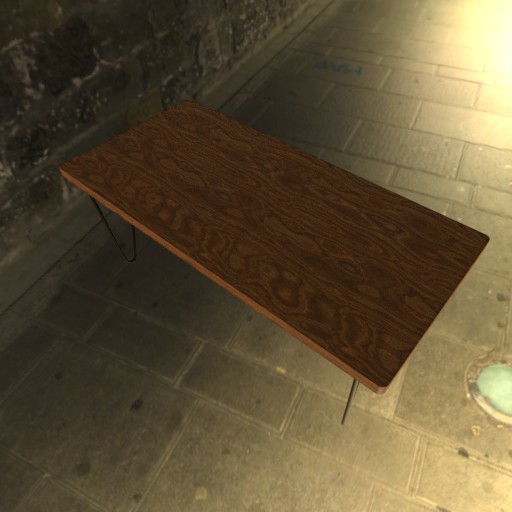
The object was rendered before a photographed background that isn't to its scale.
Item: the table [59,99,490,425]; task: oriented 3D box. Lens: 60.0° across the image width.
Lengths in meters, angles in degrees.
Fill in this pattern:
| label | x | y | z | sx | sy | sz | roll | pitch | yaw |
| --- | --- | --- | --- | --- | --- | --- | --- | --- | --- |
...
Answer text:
| label | x | y | z | sx | sy | sz | roll | pitch | yaw |
| --- | --- | --- | --- | --- | --- | --- | --- | --- | --- |
| table | 0.000 | 0.000 | 2.260 | 1.791 | 0.753 | 0.883 | 32 | 55 | 26 |
